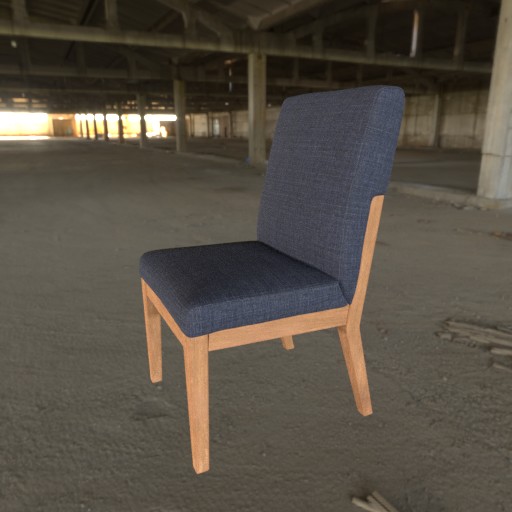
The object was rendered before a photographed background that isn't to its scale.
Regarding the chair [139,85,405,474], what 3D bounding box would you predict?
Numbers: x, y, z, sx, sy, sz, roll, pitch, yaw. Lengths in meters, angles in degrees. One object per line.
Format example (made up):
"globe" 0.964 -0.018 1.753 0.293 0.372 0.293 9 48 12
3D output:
"chair" 0.000 0.000 1.271 0.586 0.911 0.507 -8 18 -25
